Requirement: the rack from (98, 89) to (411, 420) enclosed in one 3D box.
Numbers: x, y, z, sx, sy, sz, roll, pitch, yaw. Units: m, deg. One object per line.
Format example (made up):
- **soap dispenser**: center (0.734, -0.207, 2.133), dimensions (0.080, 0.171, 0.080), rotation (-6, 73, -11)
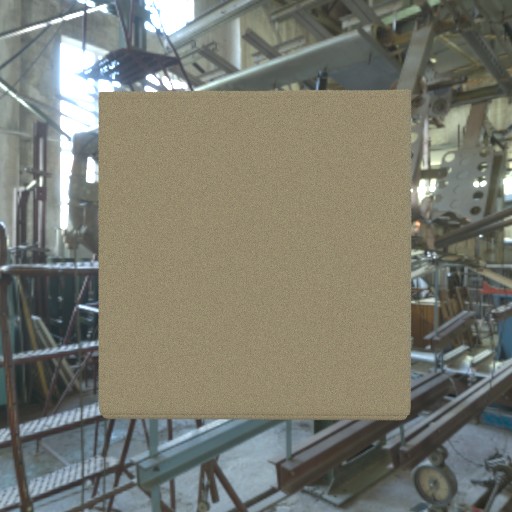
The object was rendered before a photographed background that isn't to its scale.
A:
- **rack**: center (0.000, 0.000, 0.506), dimensions (0.270, 0.280, 0.270), rotation (0, 0, 1)
